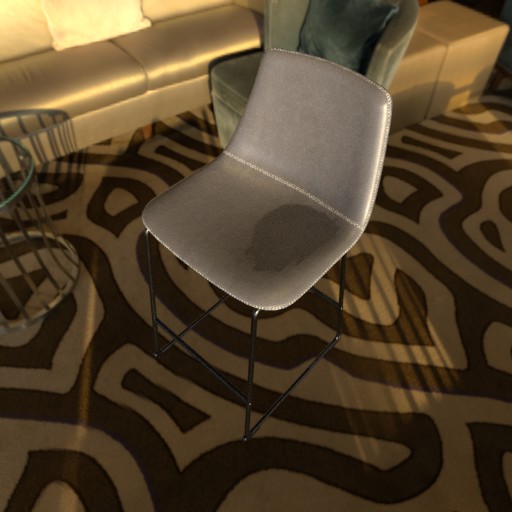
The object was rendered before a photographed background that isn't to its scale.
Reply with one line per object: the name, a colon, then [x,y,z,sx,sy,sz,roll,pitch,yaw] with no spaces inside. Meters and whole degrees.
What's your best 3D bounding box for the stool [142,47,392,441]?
stool: [0.000,0.000,1.190,0.470,0.876,0.546,34,56,27]
